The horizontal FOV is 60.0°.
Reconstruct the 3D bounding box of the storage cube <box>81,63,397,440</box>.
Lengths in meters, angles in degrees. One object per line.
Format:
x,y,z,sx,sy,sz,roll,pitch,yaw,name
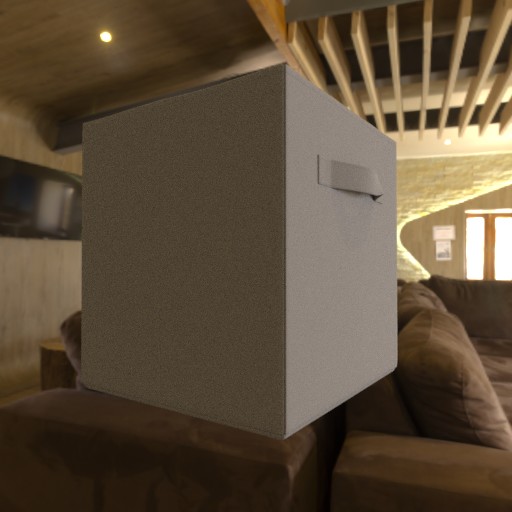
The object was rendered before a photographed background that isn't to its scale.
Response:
0.000,0.000,0.500,0.270,0.280,0.270,-1,-1,35,storage cube
